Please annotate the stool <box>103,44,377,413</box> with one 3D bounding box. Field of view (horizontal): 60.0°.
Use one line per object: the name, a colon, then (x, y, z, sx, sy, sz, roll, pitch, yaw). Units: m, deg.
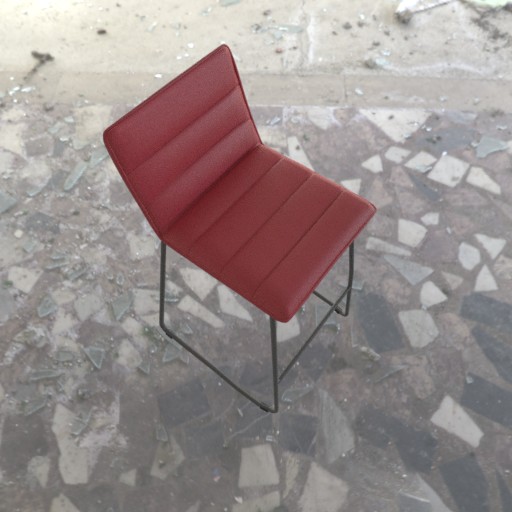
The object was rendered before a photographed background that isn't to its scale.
stool: (0.000, 0.000, 1.263, 0.524, 0.937, 0.489, 34, 64, 19)
